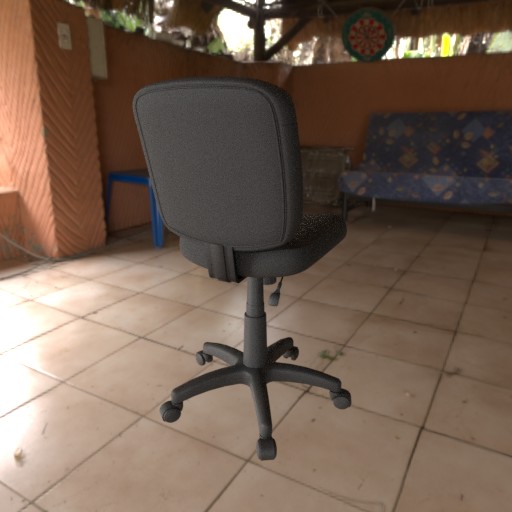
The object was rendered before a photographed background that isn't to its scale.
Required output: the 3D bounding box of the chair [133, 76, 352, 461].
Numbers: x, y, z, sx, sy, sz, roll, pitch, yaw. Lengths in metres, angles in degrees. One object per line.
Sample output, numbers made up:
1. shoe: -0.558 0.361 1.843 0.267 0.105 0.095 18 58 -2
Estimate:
1. chair: 0.000 0.000 1.351 0.610 0.972 0.610 9 19 28
